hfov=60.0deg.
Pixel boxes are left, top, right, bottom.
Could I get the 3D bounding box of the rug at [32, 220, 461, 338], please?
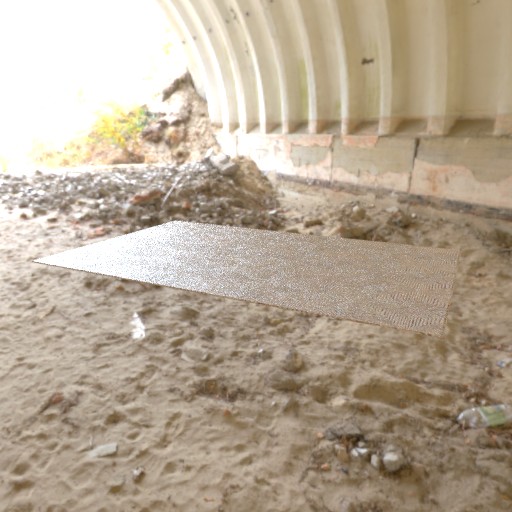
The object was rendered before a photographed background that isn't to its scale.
[{"bbox_3d":[0.000,0.000,2.945,2.428,0.007,1.519,8,17,25],"label":"rug"}]
